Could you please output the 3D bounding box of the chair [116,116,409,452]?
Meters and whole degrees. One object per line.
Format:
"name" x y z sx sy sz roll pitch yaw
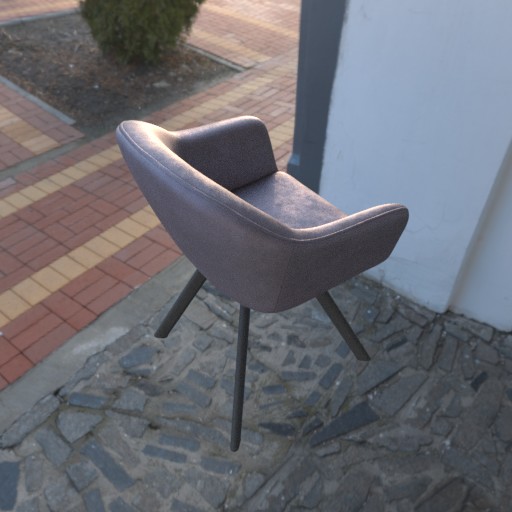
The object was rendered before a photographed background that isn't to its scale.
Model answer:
"chair" 0.000 0.000 1.151 0.544 0.781 0.567 -25 47 -26
